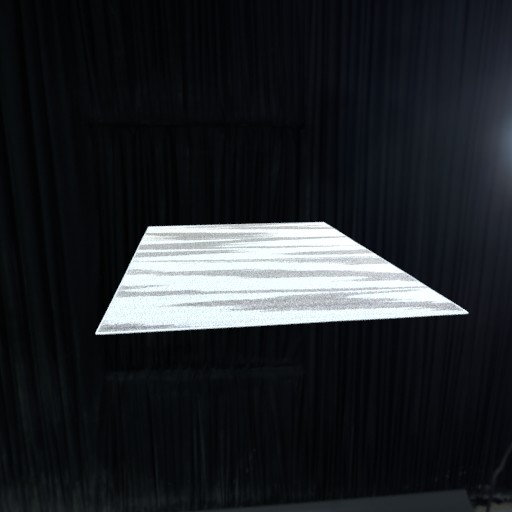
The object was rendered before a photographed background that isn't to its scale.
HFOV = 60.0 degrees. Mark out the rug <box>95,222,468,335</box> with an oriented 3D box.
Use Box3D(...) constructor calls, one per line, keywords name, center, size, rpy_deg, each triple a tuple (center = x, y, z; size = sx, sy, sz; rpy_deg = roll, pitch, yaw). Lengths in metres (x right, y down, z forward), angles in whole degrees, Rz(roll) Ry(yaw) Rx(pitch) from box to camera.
Box3D(name="rug", center=(0.000, 0.000, 2.804), size=(1.533, 0.010, 2.142), rpy_deg=(-2, 15, -8))
